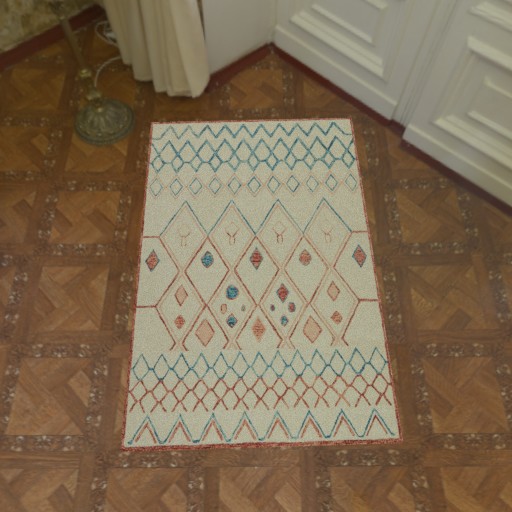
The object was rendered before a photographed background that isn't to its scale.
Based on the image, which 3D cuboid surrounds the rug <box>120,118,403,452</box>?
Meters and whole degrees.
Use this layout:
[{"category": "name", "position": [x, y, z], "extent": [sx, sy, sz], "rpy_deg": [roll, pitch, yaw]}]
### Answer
[{"category": "rug", "position": [0.000, 0.000, 2.304], "extent": [1.219, 0.016, 1.829], "rpy_deg": [-2, 64, -1]}]
